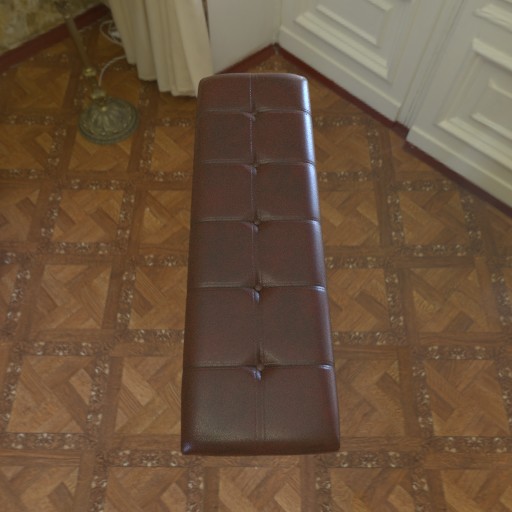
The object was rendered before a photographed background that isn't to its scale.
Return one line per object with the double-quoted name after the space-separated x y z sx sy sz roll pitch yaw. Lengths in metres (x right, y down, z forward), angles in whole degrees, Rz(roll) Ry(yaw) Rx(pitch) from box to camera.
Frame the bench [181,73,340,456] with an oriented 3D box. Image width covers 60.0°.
0.000 0.000 1.519 0.401 0.491 1.259 -1 64 0 "bench"
